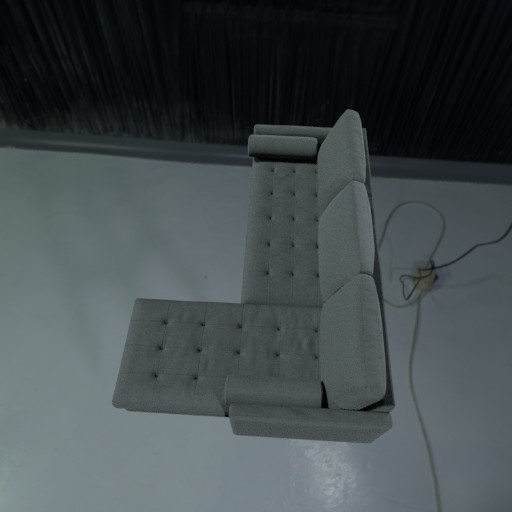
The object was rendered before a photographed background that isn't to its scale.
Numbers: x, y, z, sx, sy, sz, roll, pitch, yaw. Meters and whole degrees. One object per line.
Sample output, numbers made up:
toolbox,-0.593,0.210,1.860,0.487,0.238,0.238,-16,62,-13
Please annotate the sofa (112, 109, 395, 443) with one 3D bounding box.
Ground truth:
sofa,0.000,0.000,2.957,1.506,0.876,2.178,3,58,2
